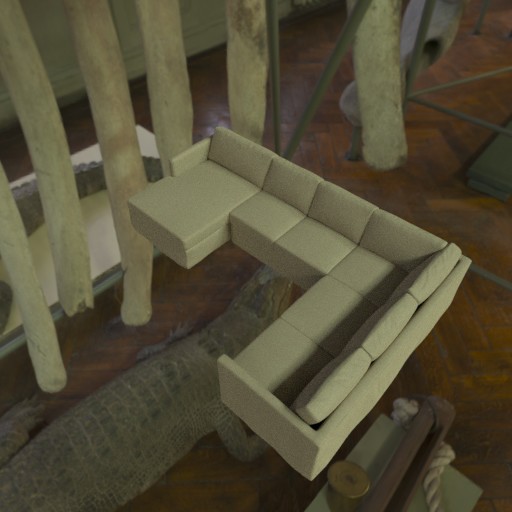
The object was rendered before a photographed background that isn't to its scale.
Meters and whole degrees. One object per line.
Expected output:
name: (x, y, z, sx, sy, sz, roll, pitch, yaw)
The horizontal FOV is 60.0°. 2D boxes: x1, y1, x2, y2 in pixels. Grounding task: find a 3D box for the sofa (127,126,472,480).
sofa: (0.000, 0.000, 4.636, 3.528, 0.878, 2.476, 34, 55, 28)
